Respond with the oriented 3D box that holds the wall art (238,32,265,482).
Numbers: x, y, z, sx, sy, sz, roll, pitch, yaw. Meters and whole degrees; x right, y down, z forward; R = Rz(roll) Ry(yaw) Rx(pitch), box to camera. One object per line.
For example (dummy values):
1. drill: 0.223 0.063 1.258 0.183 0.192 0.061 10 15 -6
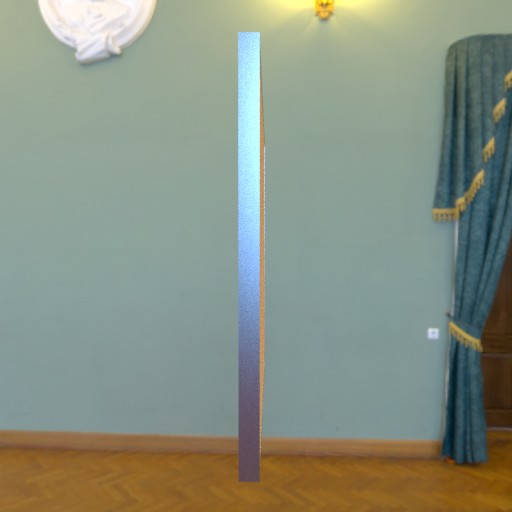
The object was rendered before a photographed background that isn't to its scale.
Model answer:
1. wall art: 0.000 0.000 1.198 0.038 0.806 0.806 0 1 2
